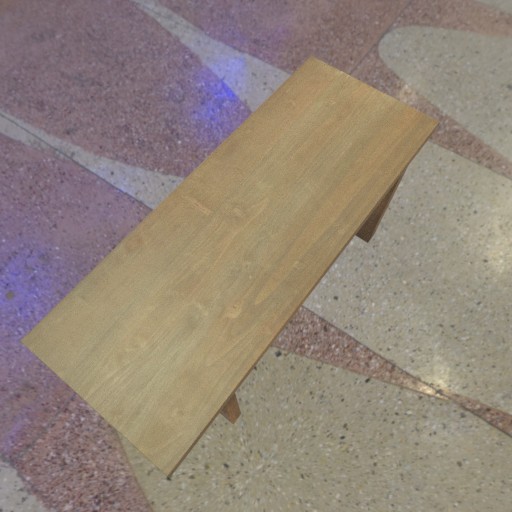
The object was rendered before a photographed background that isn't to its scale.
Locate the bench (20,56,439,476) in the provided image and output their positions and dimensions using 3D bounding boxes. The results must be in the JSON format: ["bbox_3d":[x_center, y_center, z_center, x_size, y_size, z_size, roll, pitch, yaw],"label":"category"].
[{"bbox_3d":[0.000,0.000,1.367,0.458,0.458,1.183,35,69,16],"label":"bench"}]
